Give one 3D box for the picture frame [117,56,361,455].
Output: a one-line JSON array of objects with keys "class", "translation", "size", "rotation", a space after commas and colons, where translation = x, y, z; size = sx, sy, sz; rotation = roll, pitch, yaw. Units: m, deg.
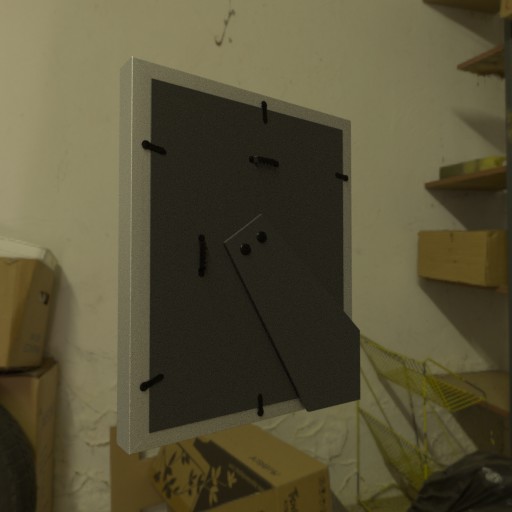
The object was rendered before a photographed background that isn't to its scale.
[{"class": "picture frame", "translation": [0.000, 0.000, 0.389], "size": [0.233, 0.282, 0.036], "rotation": [1, -2, -37]}]
